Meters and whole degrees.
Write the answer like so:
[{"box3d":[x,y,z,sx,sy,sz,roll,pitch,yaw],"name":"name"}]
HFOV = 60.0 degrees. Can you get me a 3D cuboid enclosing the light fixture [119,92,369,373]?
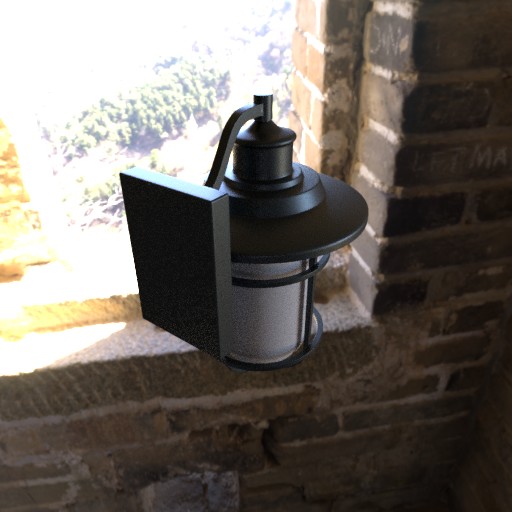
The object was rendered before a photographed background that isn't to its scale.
[{"box3d":[0.000,0.000,0.498,0.222,0.345,0.252,21,36,31],"name":"light fixture"}]
